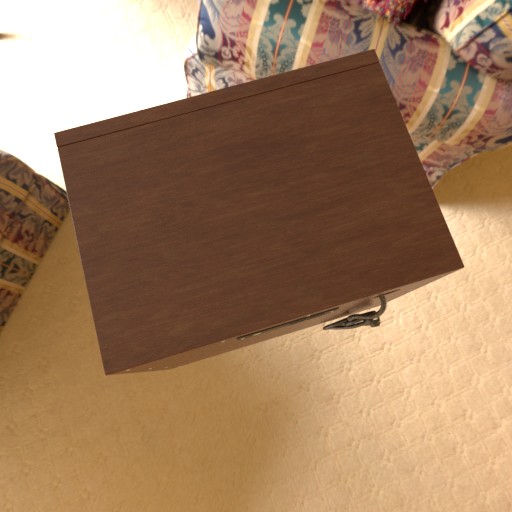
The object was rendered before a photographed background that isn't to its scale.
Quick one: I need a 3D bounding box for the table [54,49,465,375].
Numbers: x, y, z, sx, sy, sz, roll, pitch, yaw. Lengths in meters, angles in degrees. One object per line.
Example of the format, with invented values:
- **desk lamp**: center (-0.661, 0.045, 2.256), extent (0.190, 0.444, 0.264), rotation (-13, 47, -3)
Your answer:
- **table**: center (0.000, 0.000, 0.990), extent (0.557, 0.609, 0.449), rotation (-16, 77, -4)
